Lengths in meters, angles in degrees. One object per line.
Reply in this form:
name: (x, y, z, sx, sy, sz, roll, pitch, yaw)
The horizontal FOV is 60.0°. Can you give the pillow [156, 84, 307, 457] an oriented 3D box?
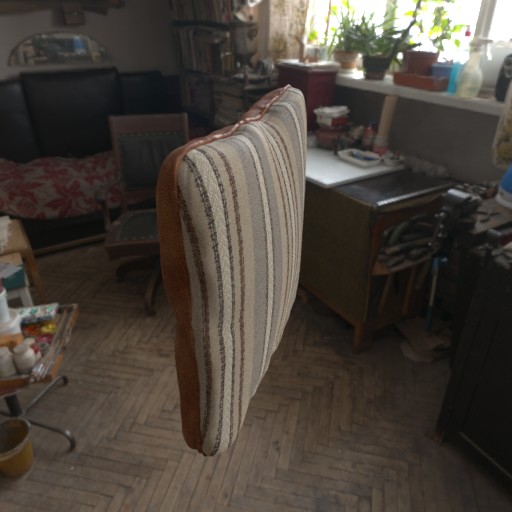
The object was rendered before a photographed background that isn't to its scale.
pillow: (0.000, 0.000, 0.755, 0.130, 0.490, 0.489, 10, 31, 16)
